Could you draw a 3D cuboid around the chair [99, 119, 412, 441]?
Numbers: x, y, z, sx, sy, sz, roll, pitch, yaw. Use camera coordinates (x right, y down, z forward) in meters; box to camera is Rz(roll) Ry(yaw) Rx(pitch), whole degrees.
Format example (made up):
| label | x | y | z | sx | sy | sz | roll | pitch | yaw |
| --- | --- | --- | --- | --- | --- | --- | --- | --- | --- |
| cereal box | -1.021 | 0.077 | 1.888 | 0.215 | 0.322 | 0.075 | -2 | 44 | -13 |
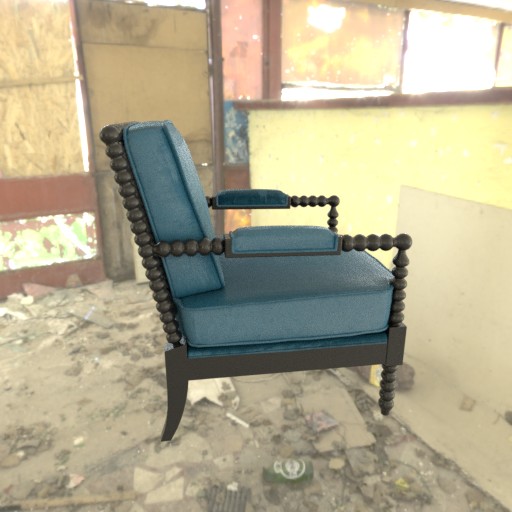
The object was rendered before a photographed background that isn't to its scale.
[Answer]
| label | x | y | z | sx | sy | sz | roll | pitch | yaw |
| --- | --- | --- | --- | --- | --- | --- | --- | --- | --- |
| chair | 0.000 | 0.000 | 1.456 | 0.805 | 0.857 | 0.688 | -3 | 18 | -8 |
